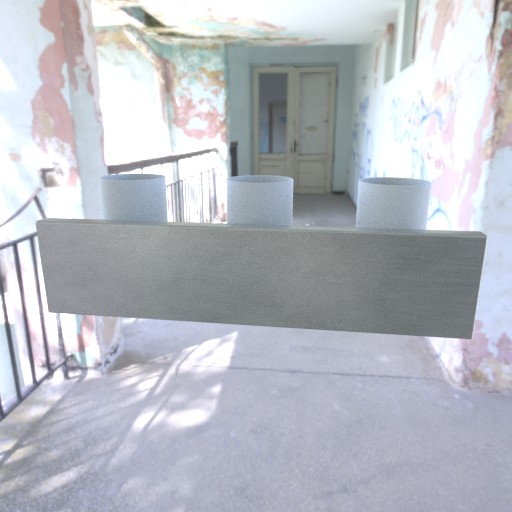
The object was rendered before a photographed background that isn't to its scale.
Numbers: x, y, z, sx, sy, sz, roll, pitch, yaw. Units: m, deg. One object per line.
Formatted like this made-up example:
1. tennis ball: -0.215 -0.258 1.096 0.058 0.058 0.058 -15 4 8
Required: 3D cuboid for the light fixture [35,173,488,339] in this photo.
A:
1. light fixture: 0.000 0.000 0.519 0.451 0.172 0.145 2 17 8
